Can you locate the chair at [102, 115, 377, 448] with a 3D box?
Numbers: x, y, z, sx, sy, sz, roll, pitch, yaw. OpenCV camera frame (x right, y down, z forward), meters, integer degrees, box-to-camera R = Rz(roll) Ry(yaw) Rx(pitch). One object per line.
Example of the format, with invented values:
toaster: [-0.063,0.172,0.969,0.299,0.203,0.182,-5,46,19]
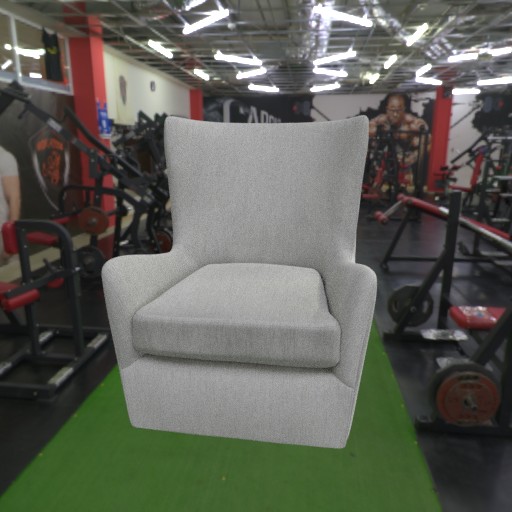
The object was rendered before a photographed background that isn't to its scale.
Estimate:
chair: [0.000,0.000,1.624,0.779,1.000,0.904,2,15,9]
